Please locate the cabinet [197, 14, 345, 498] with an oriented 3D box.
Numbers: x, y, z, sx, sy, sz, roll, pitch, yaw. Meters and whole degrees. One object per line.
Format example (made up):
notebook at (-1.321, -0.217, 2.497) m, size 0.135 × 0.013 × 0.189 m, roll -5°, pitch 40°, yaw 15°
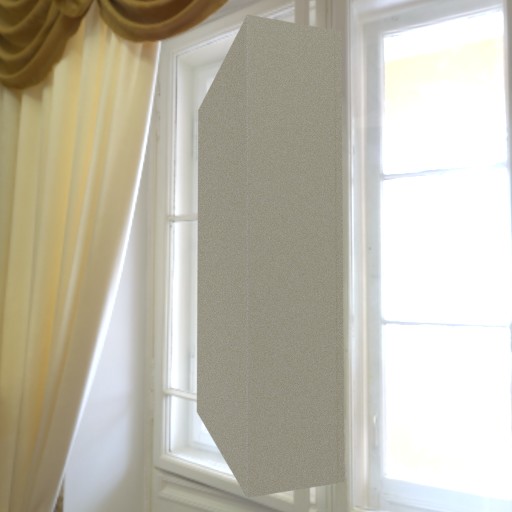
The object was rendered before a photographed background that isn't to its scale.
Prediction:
cabinet at (0.000, 0.000, 2.639) m, size 0.480 × 2.160 × 1.250 m, roll 1°, pitch -2°, yaw -18°
